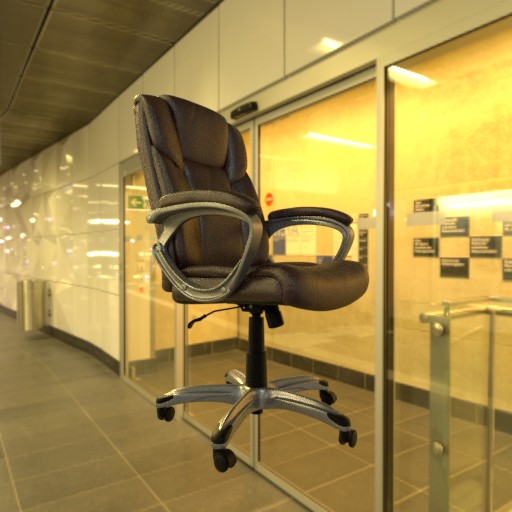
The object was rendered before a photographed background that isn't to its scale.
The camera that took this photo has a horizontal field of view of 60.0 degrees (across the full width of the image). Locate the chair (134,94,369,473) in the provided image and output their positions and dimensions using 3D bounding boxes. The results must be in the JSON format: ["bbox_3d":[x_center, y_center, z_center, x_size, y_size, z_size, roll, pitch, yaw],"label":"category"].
[{"bbox_3d":[0.000,0.000,1.487,0.692,1.128,0.656,0,1,36],"label":"chair"}]
